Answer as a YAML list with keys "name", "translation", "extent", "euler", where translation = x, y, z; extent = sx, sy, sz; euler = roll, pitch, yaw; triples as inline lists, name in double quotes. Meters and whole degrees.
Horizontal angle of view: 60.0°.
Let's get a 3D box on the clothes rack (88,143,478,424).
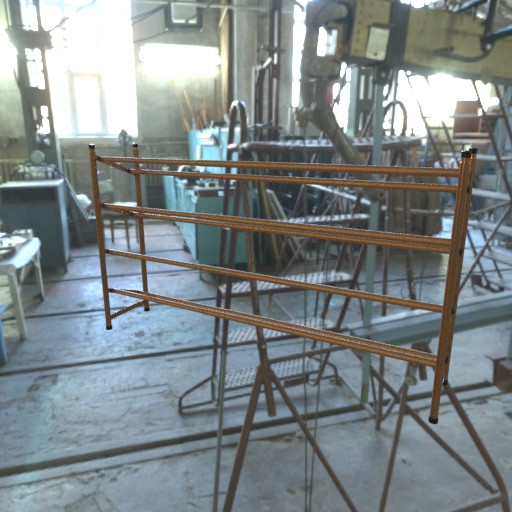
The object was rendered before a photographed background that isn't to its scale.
- name: "clothes rack"
  translation: [0.000, 0.000, 1.393]
  extent: [1.168, 0.672, 0.229]
  euler: [8, 18, 28]
